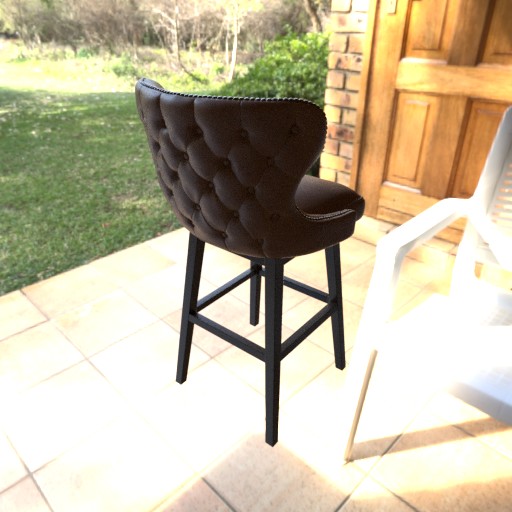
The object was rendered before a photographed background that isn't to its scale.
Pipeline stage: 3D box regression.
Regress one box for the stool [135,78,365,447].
[{"bbox_3d":[0.000,0.000,1.447,0.591,1.087,0.606,21,36,33],"label":"stool"}]
